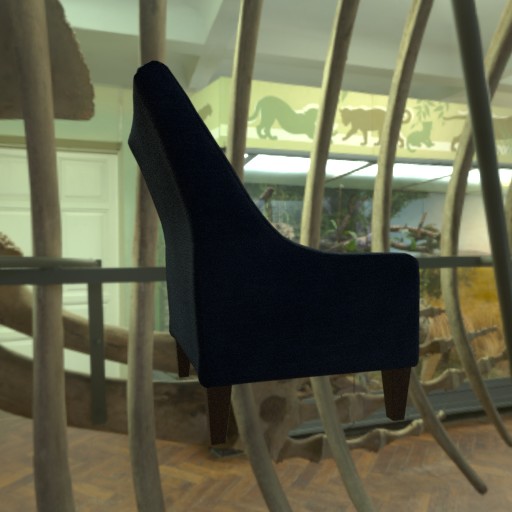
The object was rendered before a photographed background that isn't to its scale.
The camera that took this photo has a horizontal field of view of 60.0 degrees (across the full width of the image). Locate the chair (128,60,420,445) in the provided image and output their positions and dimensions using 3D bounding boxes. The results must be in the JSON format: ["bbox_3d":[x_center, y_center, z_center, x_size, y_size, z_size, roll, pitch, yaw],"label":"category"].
[{"bbox_3d":[0.000,0.000,1.595,0.870,1.014,0.774,0,1,-17],"label":"chair"}]
